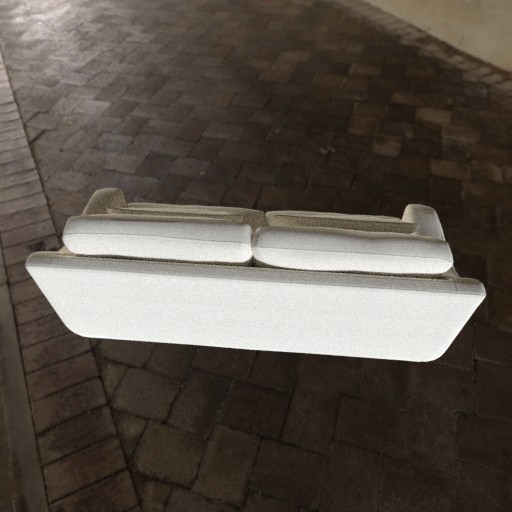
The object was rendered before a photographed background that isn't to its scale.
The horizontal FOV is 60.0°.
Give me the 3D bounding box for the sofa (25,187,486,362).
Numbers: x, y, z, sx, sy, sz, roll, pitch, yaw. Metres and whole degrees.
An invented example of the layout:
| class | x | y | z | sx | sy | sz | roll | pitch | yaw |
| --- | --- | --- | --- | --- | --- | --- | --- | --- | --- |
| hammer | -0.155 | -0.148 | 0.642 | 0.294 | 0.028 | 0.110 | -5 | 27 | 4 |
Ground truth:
| class | x | y | z | sx | sy | sz | roll | pitch | yaw |
| --- | --- | --- | --- | --- | --- | --- | --- | --- | --- |
| sofa | 0.000 | 0.000 | 2.920 | 2.470 | 1.022 | 1.009 | 4 | 47 | 3 |
